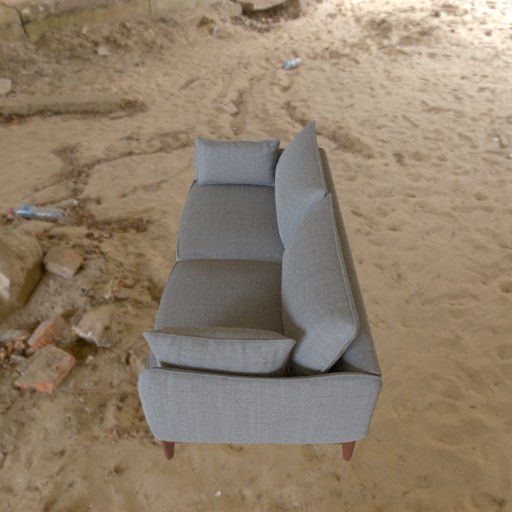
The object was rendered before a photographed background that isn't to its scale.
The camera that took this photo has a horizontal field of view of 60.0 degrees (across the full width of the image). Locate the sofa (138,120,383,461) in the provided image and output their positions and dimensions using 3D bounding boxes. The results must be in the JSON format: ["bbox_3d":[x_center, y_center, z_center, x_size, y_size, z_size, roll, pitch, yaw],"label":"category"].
[{"bbox_3d":[0.000,0.000,2.482,0.972,0.851,1.989,0,39,0],"label":"sofa"}]
